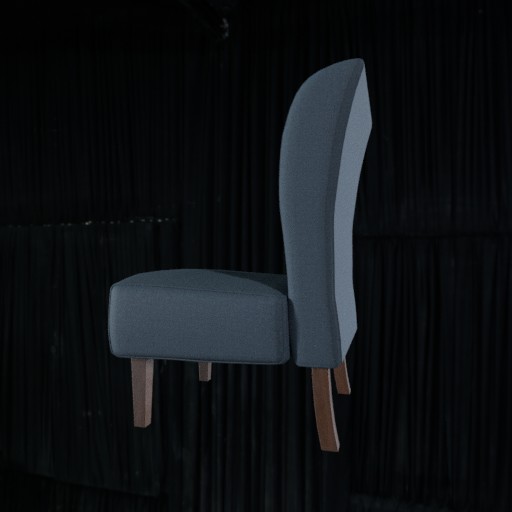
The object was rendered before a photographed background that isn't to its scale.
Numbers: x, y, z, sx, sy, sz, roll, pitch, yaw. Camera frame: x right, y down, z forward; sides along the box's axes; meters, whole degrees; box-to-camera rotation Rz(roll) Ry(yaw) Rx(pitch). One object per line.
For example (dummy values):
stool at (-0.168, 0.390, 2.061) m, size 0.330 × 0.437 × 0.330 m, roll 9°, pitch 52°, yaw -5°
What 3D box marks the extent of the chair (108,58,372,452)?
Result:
chair at (0.000, 0.000, 1.182) m, size 0.592 × 0.804 × 0.513 m, roll 0°, pitch 0°, yaw 15°
